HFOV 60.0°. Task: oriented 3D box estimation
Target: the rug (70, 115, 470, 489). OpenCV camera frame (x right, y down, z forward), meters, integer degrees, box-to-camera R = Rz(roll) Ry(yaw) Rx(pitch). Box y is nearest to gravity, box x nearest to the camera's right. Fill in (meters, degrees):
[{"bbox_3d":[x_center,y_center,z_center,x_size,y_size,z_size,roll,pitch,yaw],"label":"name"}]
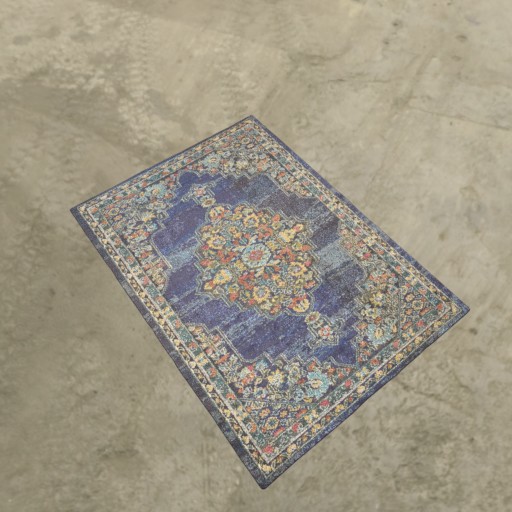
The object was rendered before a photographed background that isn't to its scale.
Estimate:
[{"bbox_3d":[0.000,0.000,2.928,1.630,0.009,2.232,-33,64,-19],"label":"rug"}]
